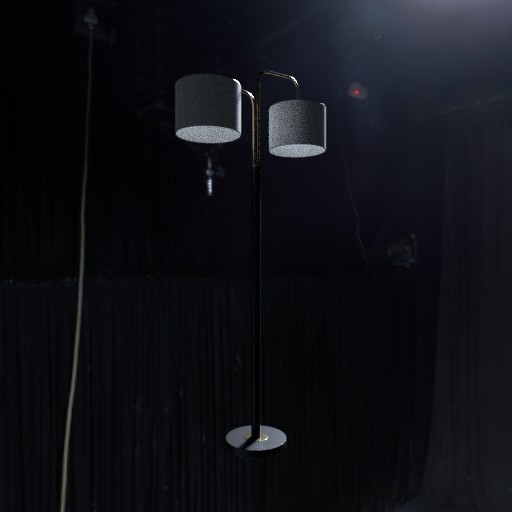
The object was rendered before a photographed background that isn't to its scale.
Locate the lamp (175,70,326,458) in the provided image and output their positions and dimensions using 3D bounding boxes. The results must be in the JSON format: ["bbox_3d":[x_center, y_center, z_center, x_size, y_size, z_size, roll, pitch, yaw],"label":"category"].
[{"bbox_3d":[0.000,0.000,1.863,0.711,1.587,0.254,0,0,-36],"label":"lamp"}]
